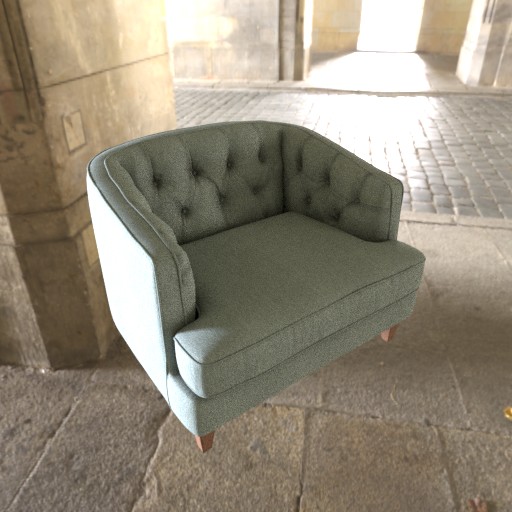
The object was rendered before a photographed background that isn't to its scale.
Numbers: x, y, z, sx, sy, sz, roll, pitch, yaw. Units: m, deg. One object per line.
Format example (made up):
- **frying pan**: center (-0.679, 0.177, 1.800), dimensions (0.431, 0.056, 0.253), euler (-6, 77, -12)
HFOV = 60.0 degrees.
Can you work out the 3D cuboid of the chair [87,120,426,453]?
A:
- **chair**: center (0.000, 0.000, 1.781), dimensions (1.094, 0.852, 0.945), euler (-20, 35, -31)
